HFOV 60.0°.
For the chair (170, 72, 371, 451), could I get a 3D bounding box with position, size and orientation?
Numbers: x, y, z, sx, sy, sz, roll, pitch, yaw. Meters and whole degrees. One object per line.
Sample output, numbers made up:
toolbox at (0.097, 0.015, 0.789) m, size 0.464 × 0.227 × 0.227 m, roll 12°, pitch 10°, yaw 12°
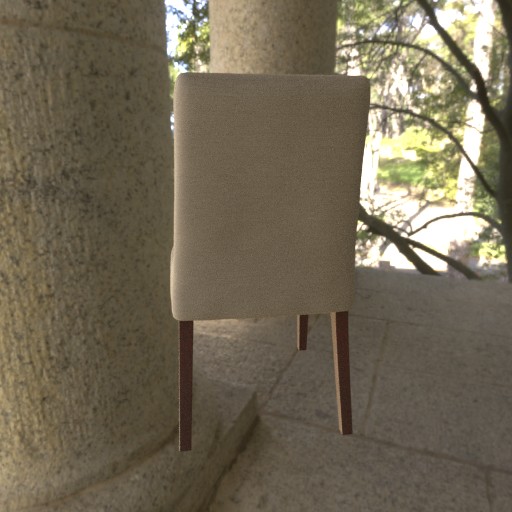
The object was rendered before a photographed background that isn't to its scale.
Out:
chair at (0.000, 0.000, 1.307) m, size 0.515 × 0.940 × 0.638 m, roll -2°, pitch 16°, yaw -8°
